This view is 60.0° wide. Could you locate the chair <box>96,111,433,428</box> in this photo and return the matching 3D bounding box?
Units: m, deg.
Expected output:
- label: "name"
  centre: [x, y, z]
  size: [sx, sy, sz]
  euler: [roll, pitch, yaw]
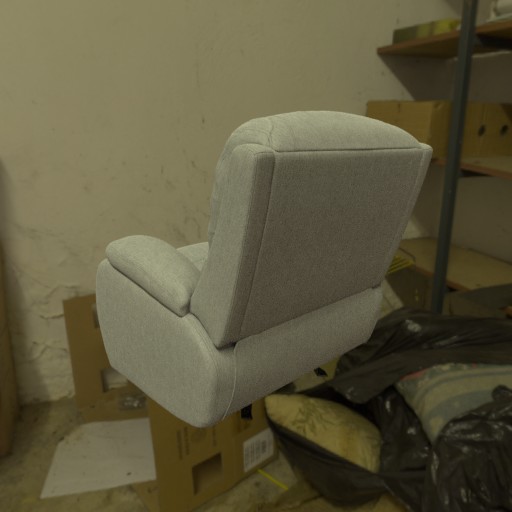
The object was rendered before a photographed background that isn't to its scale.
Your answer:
- label: "chair"
  centre: [0.000, 0.000, 1.667]
  size: [0.930, 1.011, 0.899]
  euler: [-14, 20, -42]
